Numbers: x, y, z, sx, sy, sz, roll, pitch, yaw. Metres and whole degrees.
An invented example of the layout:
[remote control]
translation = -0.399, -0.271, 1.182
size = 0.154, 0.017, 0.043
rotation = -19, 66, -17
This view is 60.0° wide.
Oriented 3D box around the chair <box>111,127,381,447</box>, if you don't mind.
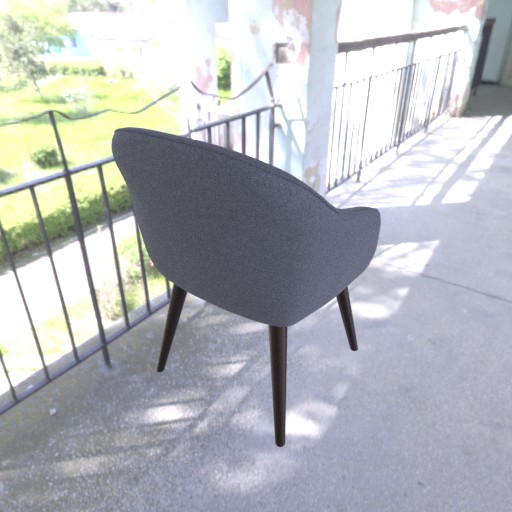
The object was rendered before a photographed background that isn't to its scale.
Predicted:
[chair]
translation = 0.000, 0.000, 1.246
size = 0.589, 0.810, 0.611
rotation = 20, 36, 31
